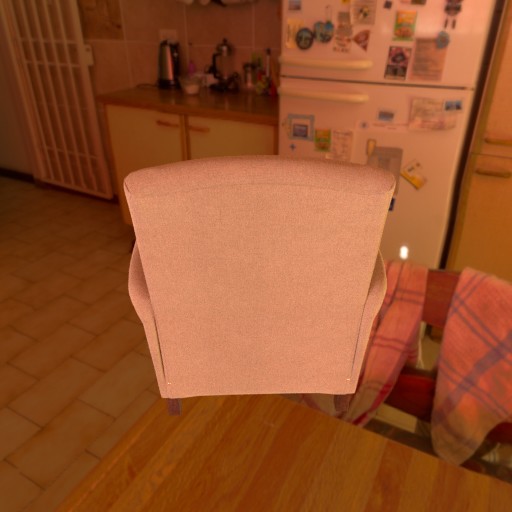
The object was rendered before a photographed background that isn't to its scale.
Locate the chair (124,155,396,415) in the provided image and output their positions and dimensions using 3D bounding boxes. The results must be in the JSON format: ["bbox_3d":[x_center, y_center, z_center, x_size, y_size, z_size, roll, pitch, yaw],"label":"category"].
[{"bbox_3d":[0.000,0.000,1.790,0.978,1.061,0.905,-1,30,-2],"label":"chair"}]
